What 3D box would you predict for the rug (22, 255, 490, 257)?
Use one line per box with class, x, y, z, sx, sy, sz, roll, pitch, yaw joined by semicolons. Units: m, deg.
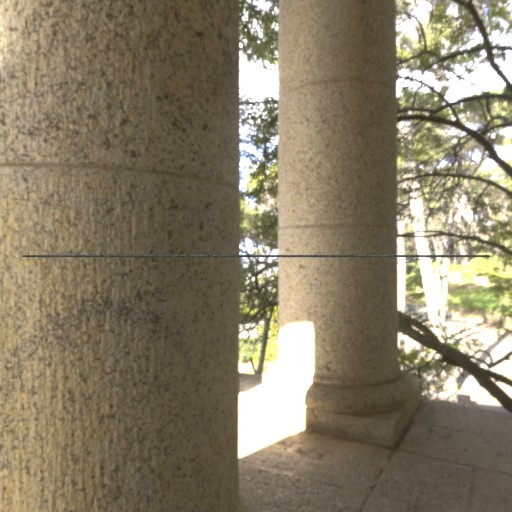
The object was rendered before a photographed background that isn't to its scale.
rug;0.000;0.000;4.094;3.050;0.016;2.441;0;0;0
